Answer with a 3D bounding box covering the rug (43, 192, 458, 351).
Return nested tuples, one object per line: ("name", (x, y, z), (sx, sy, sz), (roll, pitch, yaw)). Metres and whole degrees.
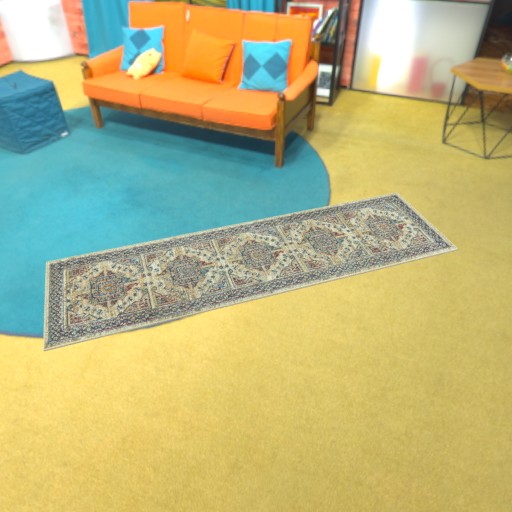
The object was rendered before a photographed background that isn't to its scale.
("rug", (0.000, 0.000, 2.567), (2.297, 0.013, 0.661), (-12, 42, -14))
